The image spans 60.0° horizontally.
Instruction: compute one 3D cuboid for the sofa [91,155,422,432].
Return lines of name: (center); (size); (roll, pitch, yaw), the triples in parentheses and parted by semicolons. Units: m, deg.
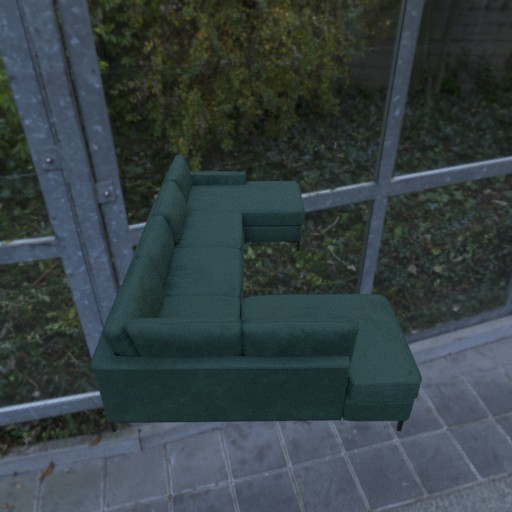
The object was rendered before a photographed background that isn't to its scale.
sofa: (0.000, 0.000, 3.898); (1.992, 0.861, 2.994); (-1, 33, -1)
